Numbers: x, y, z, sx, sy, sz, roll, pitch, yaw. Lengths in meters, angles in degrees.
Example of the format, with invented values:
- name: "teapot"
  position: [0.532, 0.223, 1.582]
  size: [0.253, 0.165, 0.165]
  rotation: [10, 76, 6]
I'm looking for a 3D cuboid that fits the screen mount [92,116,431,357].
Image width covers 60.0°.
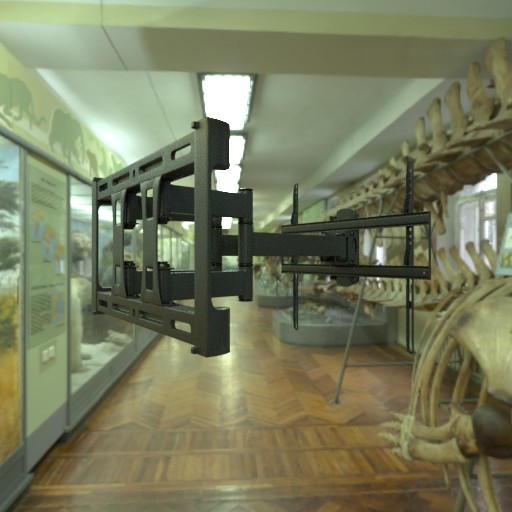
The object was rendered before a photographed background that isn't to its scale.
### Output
- name: "screen mount"
  position: [0.000, 0.000, 0.962]
  size: [0.556, 0.424, 0.571]
  rotation: [0, 0, -35]
